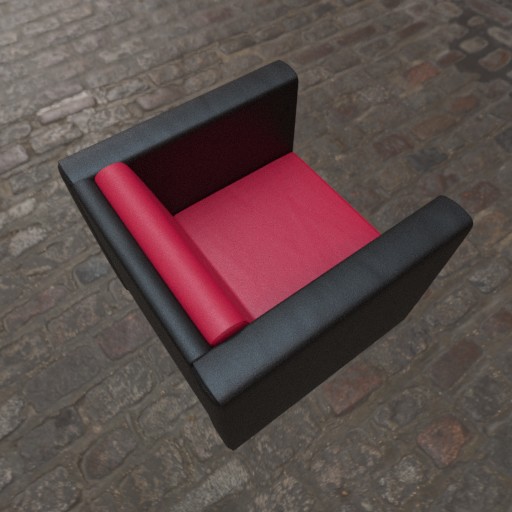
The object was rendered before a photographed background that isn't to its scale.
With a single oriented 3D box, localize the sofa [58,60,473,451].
[{"bbox_3d":[0.000,0.000,1.476,0.809,0.724,0.839,-32,64,-18],"label":"sofa"}]
